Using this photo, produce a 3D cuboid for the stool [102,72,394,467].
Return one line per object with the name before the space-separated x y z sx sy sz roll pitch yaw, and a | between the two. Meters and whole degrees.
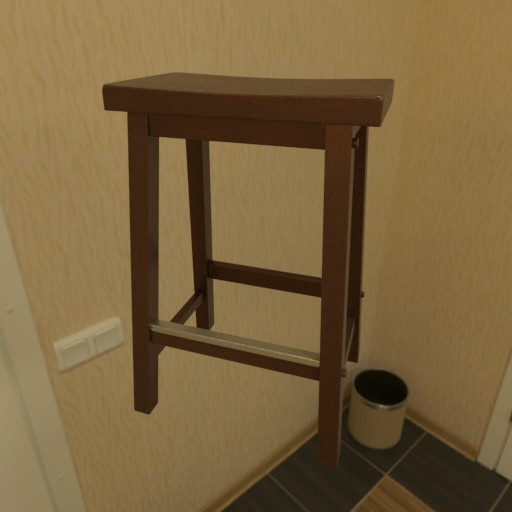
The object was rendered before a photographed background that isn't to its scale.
stool | 0.000 0.000 0.827 0.406 0.610 0.322 9 28 17
